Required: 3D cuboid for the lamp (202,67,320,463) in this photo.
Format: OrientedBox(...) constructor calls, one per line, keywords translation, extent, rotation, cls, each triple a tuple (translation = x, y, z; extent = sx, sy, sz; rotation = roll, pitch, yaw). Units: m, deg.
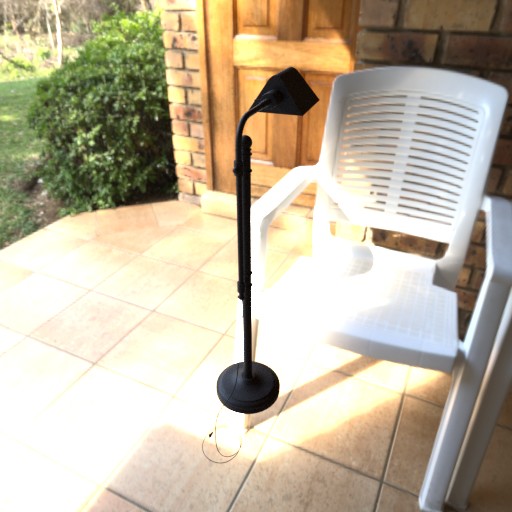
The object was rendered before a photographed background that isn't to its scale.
OrientedBox(translation=(0.000, 0.000, 0.972), extent=(0.159, 0.708, 0.545), rotation=(11, 33, 17), cls="lamp")
